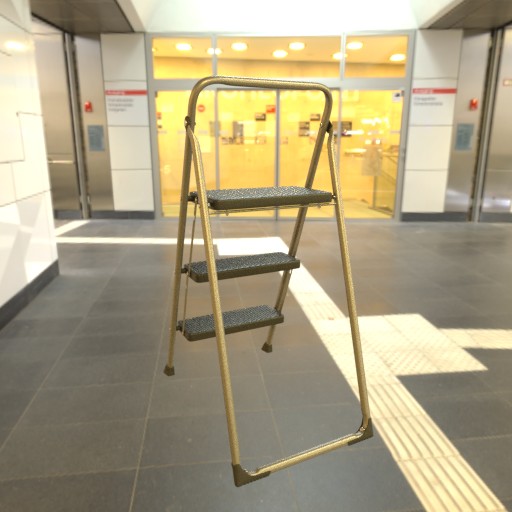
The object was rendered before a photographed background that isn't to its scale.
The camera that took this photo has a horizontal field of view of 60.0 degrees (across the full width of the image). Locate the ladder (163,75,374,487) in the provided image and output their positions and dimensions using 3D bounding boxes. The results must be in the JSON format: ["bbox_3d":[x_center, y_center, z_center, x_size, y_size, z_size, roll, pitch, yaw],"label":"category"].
[{"bbox_3d":[0.000,0.000,1.286,0.430,0.945,0.629,-7,16,-26],"label":"ladder"}]
